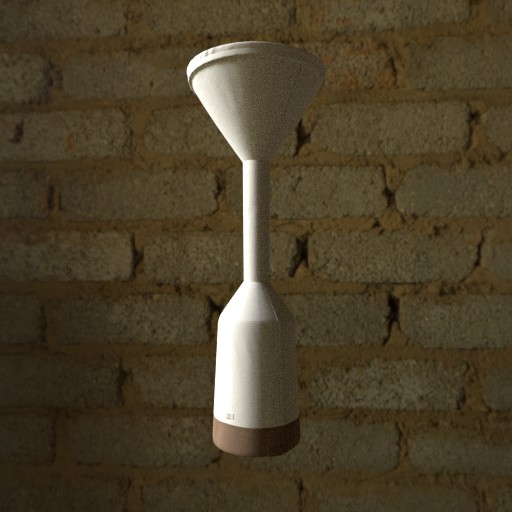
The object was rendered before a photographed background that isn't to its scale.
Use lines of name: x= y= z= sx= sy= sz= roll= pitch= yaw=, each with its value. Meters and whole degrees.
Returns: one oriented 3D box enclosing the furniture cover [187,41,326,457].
furniture cover: x=0.000 y=0.000 z=2.939 sx=0.914 sy=2.413 sz=0.914 roll=0 pitch=0 yaw=-35
